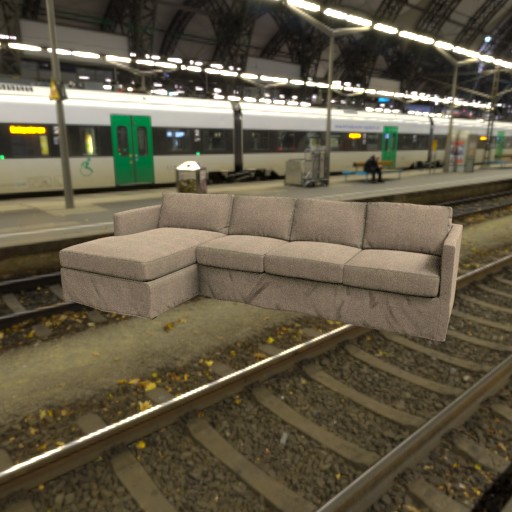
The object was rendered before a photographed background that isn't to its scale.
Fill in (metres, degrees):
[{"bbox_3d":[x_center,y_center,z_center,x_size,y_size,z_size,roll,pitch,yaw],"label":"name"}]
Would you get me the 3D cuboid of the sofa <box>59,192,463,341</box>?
[{"bbox_3d":[0.000,0.000,3.901,3.205,0.922,1.650,7,16,26],"label":"sofa"}]
